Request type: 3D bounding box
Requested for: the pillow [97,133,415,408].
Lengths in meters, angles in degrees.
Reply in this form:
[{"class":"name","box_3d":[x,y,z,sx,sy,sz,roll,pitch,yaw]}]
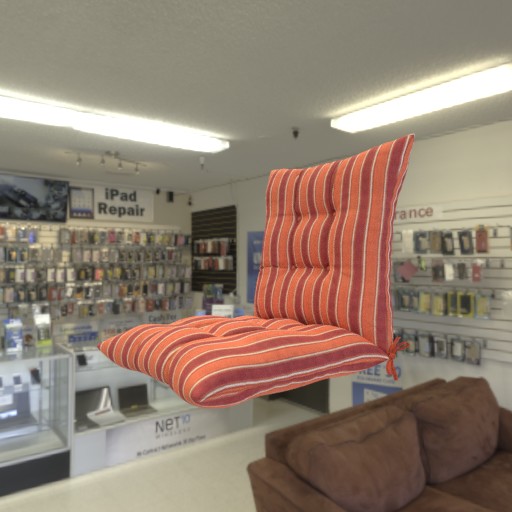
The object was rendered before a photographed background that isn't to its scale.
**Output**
[{"class":"pillow","box_3d":[0.000,0.000,1.026,0.585,0.536,0.541,0,0,-36]}]
